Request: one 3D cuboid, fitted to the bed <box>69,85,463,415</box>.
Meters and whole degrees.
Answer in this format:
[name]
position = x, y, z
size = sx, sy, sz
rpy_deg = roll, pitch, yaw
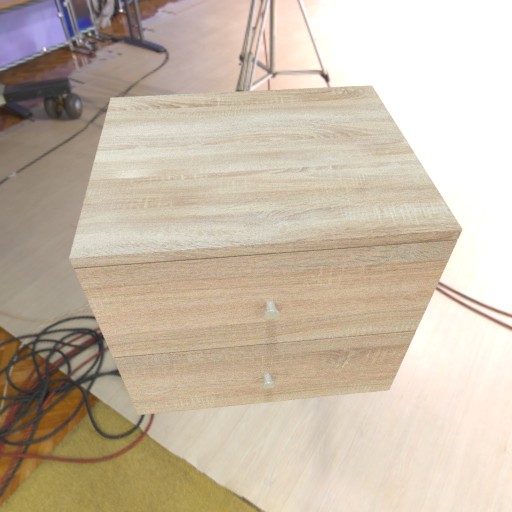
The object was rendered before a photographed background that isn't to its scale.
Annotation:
[bed]
position = 0.000, 0.000, 0.790
size = 0.460, 0.420, 0.401
rpy_deg = -4, 46, -4
